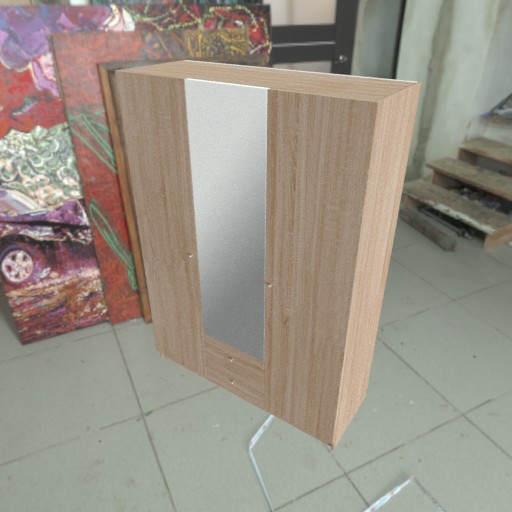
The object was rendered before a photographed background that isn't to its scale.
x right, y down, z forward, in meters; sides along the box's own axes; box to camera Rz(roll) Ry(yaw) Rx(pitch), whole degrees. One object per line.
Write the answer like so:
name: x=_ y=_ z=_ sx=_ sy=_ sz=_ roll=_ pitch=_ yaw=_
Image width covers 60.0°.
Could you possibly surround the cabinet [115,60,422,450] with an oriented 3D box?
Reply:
cabinet: x=0.000 y=0.000 z=2.790 sx=1.500 sy=2.120 sz=0.590 roll=19 pitch=35 yaw=29
